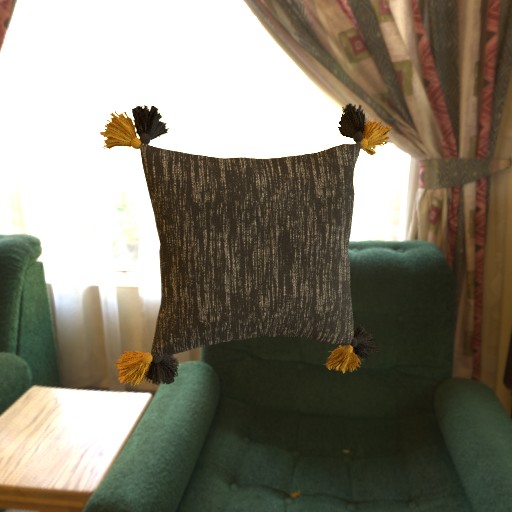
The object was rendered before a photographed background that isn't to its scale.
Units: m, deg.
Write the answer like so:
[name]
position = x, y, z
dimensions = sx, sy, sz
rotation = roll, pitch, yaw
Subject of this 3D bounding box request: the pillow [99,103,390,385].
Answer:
[pillow]
position = 0.000, 0.000, 0.993
dimensions = 0.654, 0.659, 0.139
rotation = -3, 16, -9
